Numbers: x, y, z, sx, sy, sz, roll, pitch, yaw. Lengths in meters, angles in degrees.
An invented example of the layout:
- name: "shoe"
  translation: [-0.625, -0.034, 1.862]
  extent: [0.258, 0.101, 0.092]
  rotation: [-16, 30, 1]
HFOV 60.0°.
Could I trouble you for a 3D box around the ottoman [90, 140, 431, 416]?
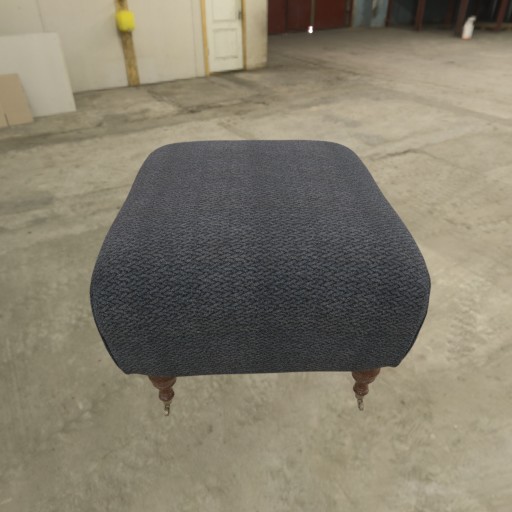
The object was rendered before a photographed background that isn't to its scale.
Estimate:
- name: "ottoman"
  translation: [0.000, 0.000, 1.122]
  extent: [0.622, 0.450, 0.747]
  rotation: [-1, 33, -2]
